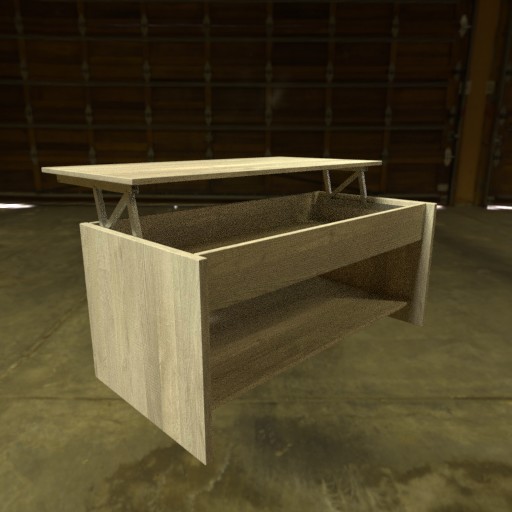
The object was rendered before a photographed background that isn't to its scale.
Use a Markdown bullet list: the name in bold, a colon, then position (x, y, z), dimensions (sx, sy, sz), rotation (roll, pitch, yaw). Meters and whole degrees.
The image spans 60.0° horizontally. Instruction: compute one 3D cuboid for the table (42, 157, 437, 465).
- **table**: position (0.000, 0.000, 1.421), dimensions (1.000, 0.570, 0.712), rotation (-14, 21, -43)
